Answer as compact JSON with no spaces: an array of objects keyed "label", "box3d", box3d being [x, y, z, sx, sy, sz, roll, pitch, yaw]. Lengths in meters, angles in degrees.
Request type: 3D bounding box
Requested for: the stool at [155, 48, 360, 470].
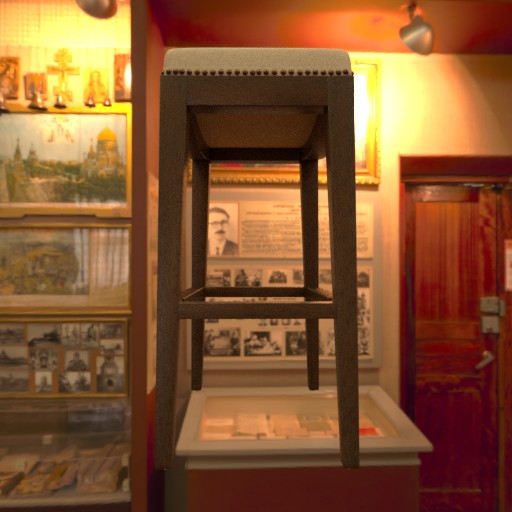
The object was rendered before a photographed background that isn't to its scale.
[{"label":"stool","box3d":[0.000,0.000,1.025,0.358,0.759,0.498,0,0,-1]}]
